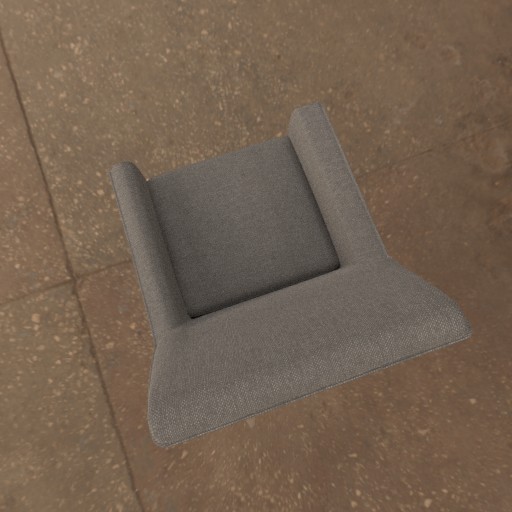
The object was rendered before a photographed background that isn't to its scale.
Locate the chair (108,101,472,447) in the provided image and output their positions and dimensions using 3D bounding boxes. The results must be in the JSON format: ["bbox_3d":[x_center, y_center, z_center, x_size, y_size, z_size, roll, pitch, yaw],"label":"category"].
[{"bbox_3d":[0.000,0.000,1.515,0.780,0.919,0.899,-18,76,-5],"label":"chair"}]
